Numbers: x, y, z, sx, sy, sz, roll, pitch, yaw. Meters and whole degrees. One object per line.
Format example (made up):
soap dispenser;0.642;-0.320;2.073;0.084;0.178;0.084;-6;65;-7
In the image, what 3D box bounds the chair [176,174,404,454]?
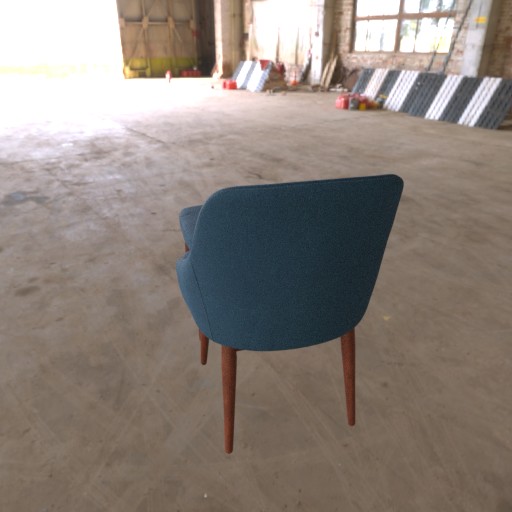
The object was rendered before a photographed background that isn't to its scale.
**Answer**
chair;0.000;0.000;1.580;0.584;0.866;1.114;-7;27;-14
